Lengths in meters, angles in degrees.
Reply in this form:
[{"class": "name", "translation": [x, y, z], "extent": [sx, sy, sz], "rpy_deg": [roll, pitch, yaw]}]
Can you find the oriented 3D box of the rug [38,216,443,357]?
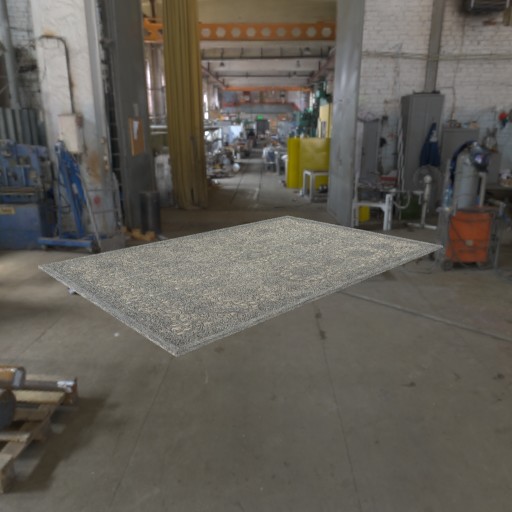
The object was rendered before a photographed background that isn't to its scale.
[{"class": "rug", "translation": [0.000, 0.000, 2.370], "extent": [1.819, 0.012, 1.208], "rpy_deg": [-15, 22, -41]}]
